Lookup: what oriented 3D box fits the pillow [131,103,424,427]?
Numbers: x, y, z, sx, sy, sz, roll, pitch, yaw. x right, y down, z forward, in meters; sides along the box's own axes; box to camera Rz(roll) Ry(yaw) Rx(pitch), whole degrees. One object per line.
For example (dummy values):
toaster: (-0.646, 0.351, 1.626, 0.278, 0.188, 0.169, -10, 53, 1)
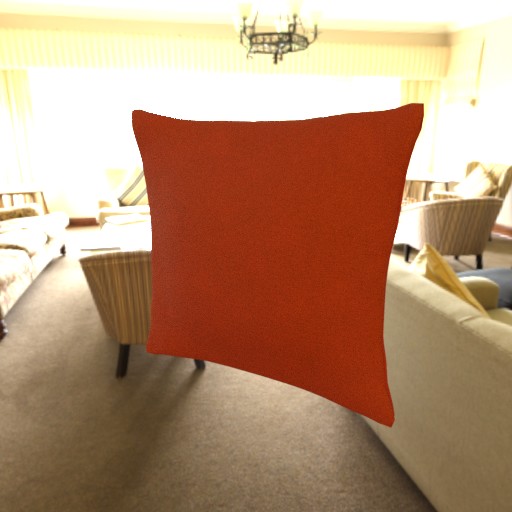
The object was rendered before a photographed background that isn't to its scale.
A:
pillow: (0.000, 0.000, 0.648, 0.435, 0.416, 0.151, 9, 18, 27)
